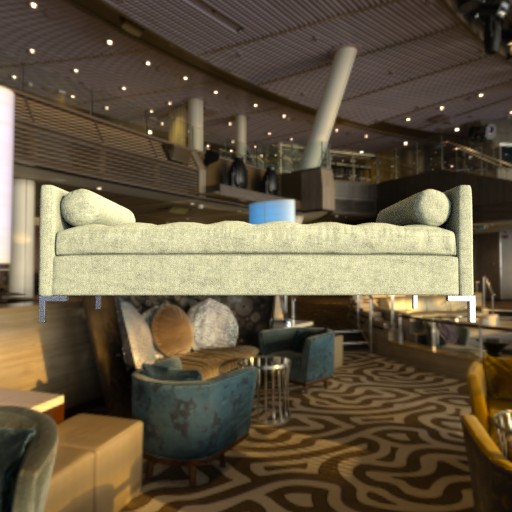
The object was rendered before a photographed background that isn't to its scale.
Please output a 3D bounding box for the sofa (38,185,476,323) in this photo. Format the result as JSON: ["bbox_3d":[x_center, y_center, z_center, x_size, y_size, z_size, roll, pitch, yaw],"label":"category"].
[{"bbox_3d":[0.000,0.000,2.489,2.102,0.657,0.797,0,-2,0],"label":"sofa"}]
